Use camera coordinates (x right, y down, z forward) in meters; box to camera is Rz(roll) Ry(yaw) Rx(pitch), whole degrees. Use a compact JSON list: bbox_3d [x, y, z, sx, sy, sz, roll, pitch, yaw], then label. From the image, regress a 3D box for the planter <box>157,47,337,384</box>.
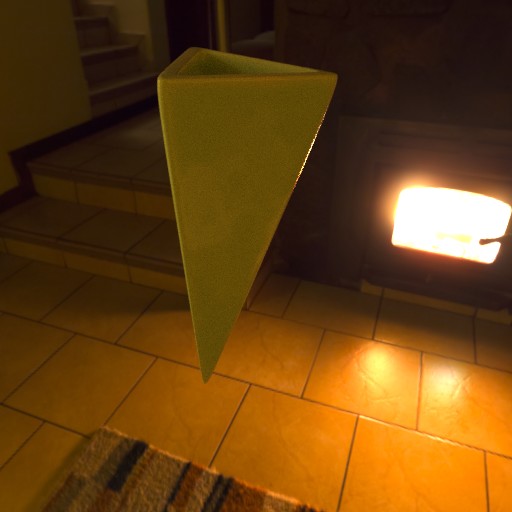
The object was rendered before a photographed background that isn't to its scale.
[{"bbox_3d":[0.000,0.000,0.217,0.064,0.178,0.080,0,32,1],"label":"planter"}]
